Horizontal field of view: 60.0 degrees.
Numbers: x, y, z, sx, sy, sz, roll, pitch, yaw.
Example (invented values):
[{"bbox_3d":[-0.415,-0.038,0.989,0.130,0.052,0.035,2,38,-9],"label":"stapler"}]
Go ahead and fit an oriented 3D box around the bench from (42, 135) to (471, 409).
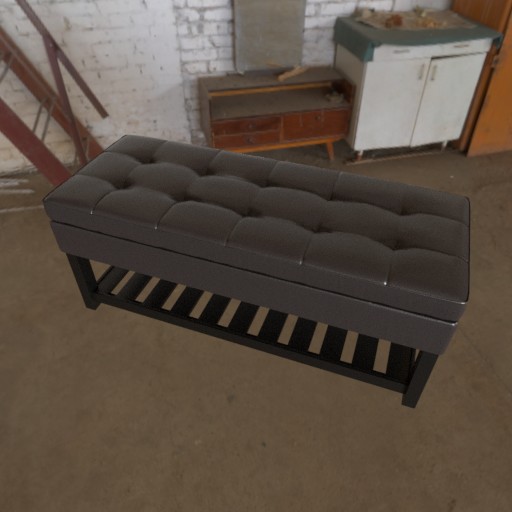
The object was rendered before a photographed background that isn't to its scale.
[{"bbox_3d":[0.000,0.000,1.346,1.105,0.460,0.432,14,43,15],"label":"bench"}]
